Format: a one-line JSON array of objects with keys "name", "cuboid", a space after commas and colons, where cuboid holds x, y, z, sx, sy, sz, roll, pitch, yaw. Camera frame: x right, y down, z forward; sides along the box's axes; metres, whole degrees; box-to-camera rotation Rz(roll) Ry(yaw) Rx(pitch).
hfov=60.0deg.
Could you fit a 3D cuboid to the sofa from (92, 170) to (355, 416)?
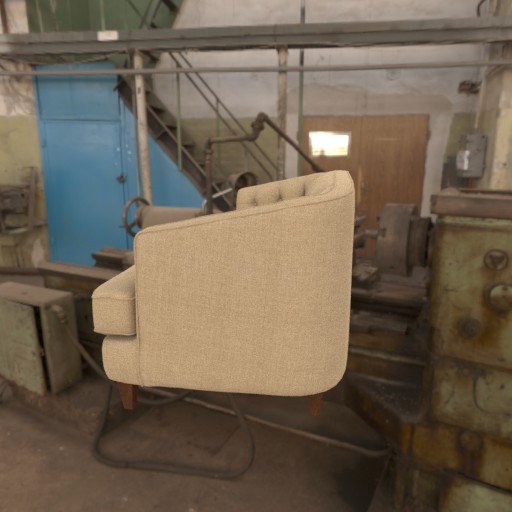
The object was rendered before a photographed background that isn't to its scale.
[{"name": "sofa", "cuboid": [0.000, 0.000, 2.311, 0.941, 0.855, 1.733, 2, 14, 10]}]
